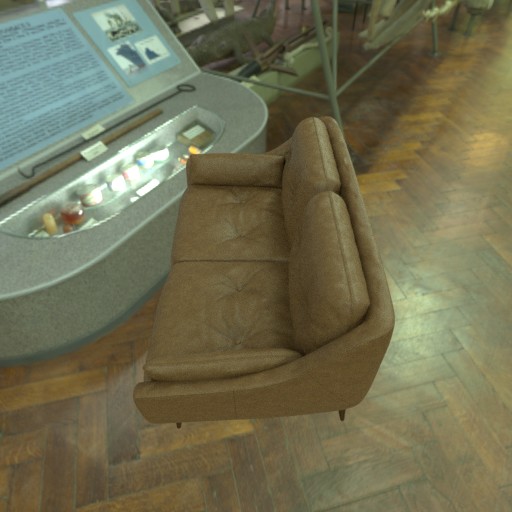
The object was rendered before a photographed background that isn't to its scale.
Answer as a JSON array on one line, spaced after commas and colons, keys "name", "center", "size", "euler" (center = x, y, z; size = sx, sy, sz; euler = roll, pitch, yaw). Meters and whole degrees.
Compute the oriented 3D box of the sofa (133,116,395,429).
[{"name": "sofa", "center": [0.000, 0.000, 2.321], "size": [0.981, 0.886, 1.731], "euler": [0, 42, 0]}]
